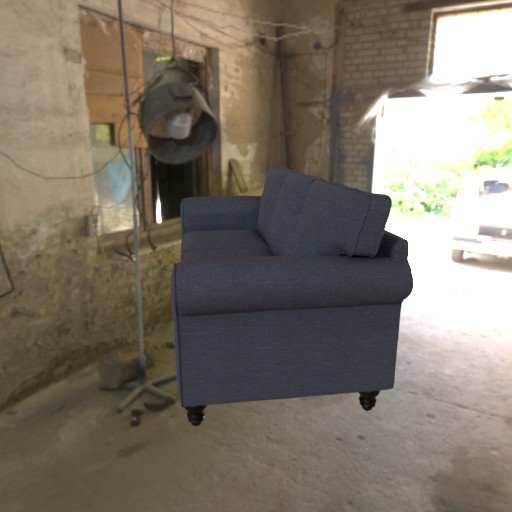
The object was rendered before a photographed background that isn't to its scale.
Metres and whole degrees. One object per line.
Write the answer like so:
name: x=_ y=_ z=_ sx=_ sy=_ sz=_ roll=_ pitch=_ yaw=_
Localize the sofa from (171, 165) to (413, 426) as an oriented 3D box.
sofa: x=0.000 y=0.000 z=2.622 sx=0.909 sy=0.966 sz=2.084 roll=-2 pitch=15 yaw=-8
